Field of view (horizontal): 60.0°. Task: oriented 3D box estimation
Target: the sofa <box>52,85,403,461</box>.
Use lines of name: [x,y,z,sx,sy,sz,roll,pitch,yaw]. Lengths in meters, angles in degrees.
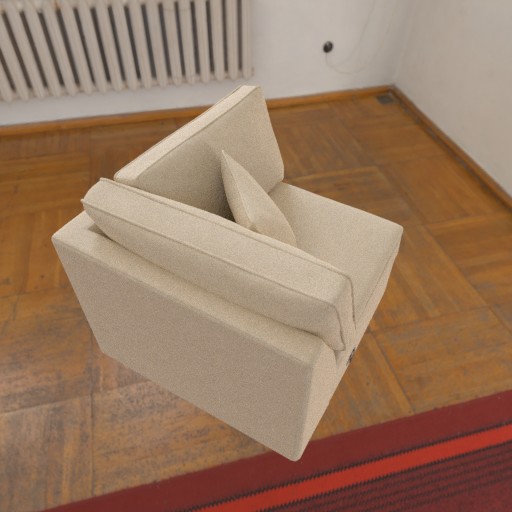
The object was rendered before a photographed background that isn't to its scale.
sofa: [0.000,0.000,1.985,1.084,1.002,1.146,23,50,21]
